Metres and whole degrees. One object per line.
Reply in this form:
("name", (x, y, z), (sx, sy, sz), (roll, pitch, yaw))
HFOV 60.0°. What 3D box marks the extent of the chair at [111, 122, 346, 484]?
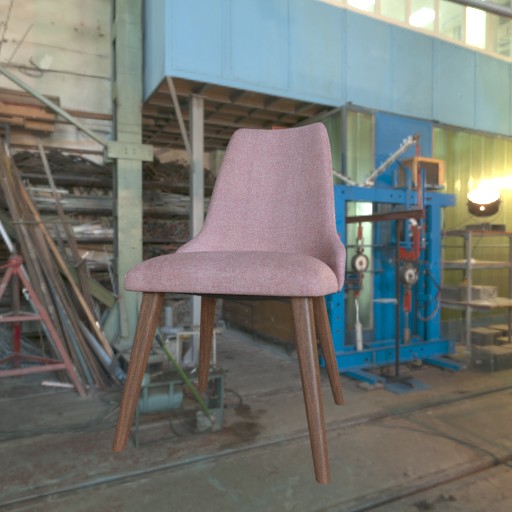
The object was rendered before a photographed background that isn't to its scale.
("chair", (0.000, 0.000, 1.306), (0.535, 0.918, 0.707), (0, 1, 18))
